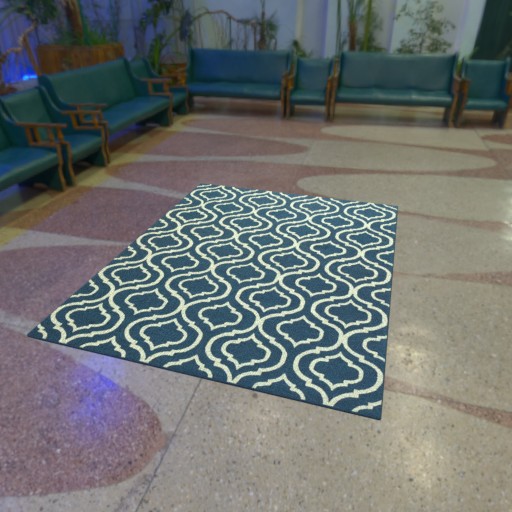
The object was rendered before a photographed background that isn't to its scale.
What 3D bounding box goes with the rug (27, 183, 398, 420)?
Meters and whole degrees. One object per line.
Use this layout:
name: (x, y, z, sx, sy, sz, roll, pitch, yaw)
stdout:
rug: (0.000, 0.000, 3.809, 2.270, 0.020, 2.881, 9, 31, 15)
